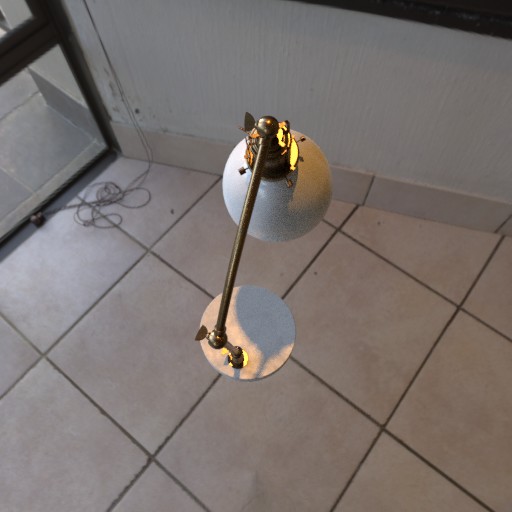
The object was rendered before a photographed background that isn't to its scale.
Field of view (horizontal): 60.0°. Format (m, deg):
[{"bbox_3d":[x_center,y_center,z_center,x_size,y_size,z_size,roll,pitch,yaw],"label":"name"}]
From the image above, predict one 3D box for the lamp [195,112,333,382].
[{"bbox_3d":[0.000,0.000,0.660,0.186,0.522,0.317,18,65,8],"label":"lamp"}]
